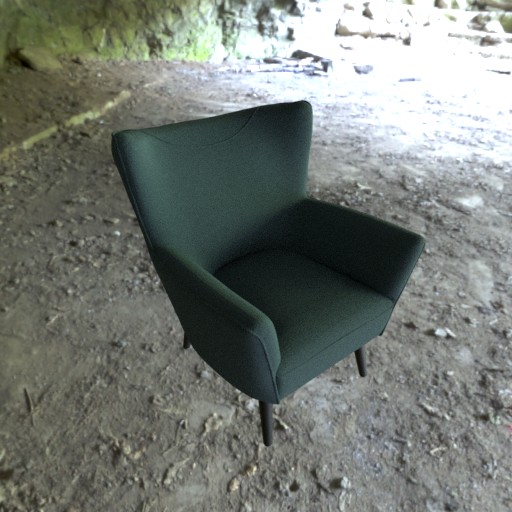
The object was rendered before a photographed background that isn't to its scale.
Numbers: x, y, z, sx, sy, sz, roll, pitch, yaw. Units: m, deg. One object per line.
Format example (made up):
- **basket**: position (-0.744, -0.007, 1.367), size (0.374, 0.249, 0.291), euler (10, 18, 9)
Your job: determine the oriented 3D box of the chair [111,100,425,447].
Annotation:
- **chair**: position (0.000, 0.000, 1.605), size (0.781, 0.933, 0.888), euler (-23, 38, -33)
